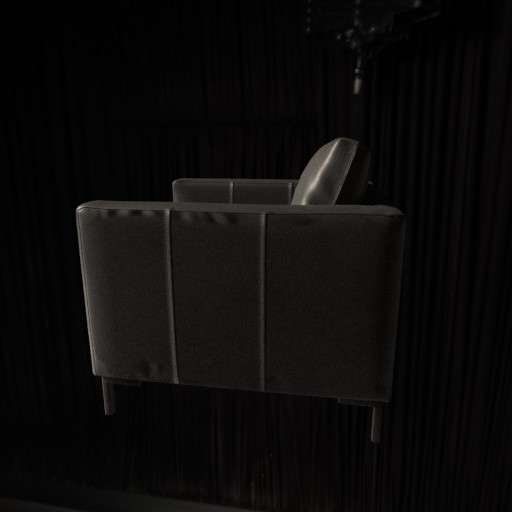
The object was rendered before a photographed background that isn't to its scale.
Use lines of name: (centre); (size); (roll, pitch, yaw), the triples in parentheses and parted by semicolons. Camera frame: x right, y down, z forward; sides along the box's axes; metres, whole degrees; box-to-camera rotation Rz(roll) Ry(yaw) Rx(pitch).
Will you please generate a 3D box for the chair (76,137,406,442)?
chair: (0.000, 0.000, 1.524); (0.861, 0.824, 0.967); (2, 15, 9)
